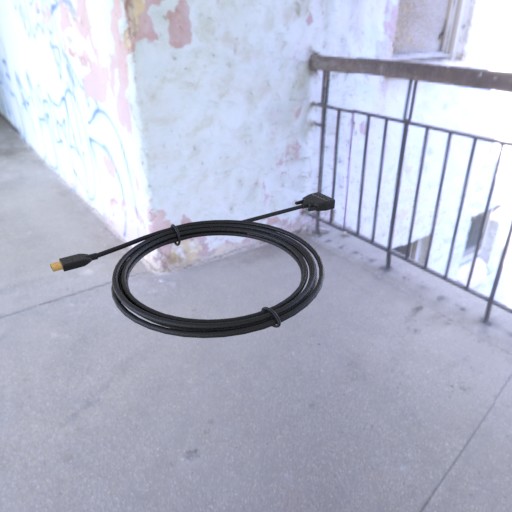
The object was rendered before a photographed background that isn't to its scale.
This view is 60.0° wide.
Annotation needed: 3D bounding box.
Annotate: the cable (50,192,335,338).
[{"bbox_3d":[0.000,0.000,0.531,0.422,0.030,0.257,-17,33,-29],"label":"cable"}]
